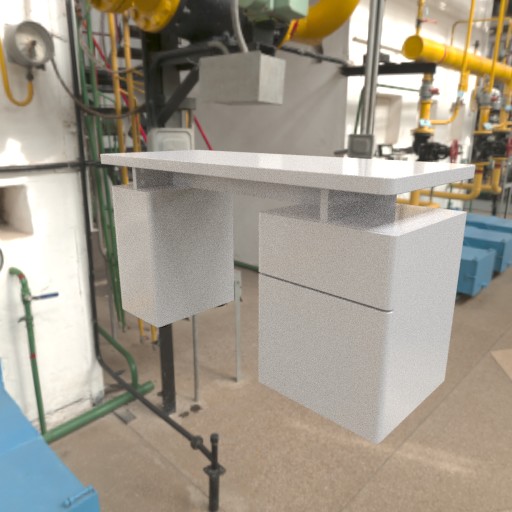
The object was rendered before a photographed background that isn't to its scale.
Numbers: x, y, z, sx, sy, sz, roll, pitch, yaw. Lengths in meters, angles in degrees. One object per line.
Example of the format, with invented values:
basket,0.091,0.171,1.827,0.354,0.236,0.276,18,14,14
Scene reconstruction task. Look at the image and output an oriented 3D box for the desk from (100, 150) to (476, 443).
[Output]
desk,0.000,0.000,1.769,1.400,0.762,0.550,15,22,42
